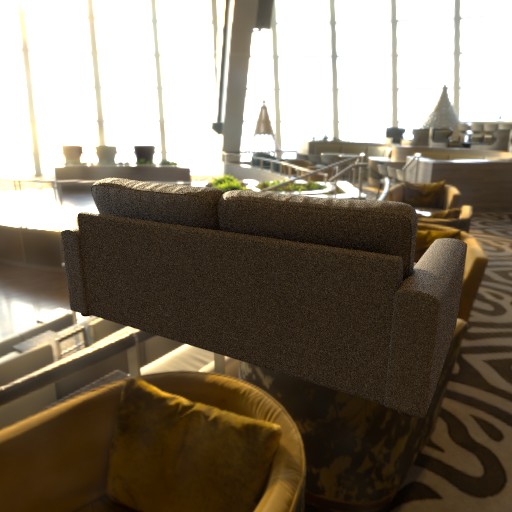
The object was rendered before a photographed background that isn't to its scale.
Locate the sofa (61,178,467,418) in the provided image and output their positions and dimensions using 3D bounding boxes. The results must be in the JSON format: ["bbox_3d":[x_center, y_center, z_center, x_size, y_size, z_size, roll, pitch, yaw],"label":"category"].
[{"bbox_3d":[0.000,0.000,2.624,2.179,0.873,1.016,10,19,29],"label":"sofa"}]
